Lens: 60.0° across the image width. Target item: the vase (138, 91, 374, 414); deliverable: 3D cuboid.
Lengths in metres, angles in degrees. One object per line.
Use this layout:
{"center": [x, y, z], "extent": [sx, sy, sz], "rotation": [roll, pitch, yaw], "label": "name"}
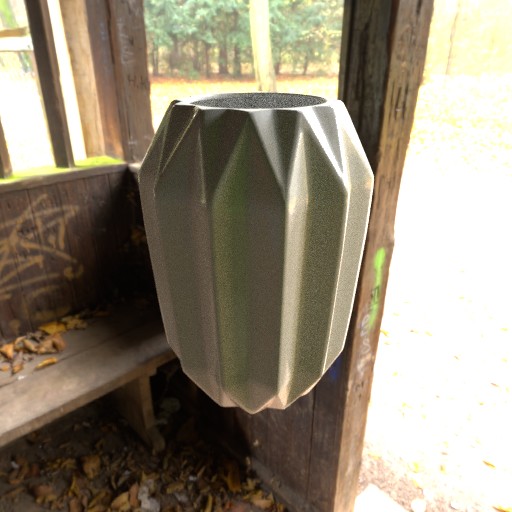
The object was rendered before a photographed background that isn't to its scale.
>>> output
{"center": [0.000, 0.000, 0.410], "extent": [0.195, 0.275, 0.195], "rotation": [0, 26, 0], "label": "vase"}
